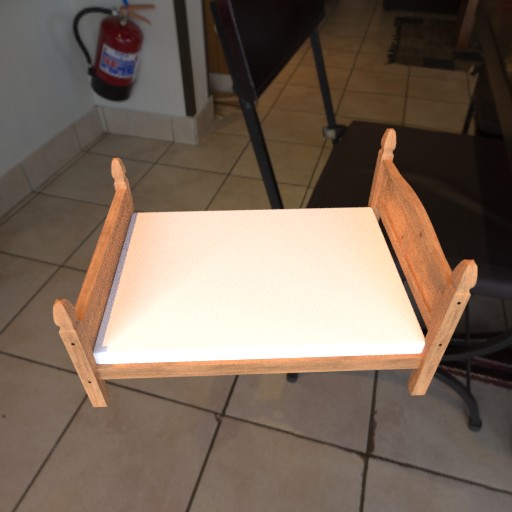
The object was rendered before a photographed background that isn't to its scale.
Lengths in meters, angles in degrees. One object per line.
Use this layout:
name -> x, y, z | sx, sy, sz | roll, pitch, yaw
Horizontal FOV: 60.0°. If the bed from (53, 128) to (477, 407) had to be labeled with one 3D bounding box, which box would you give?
bed -> 0.000, 0.000, 2.953 | 2.069, 1.100, 1.490 | -2, 41, -2
